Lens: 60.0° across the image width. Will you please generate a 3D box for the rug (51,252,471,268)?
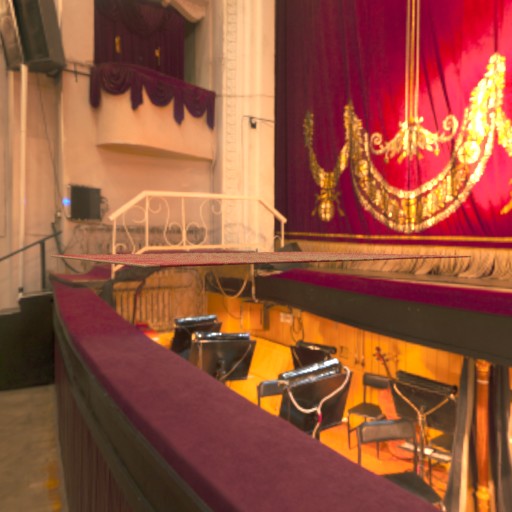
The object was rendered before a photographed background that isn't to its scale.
[{"bbox_3d":[0.000,0.000,4.098,3.095,0.016,2.441,-1,2,-35],"label":"rug"}]
